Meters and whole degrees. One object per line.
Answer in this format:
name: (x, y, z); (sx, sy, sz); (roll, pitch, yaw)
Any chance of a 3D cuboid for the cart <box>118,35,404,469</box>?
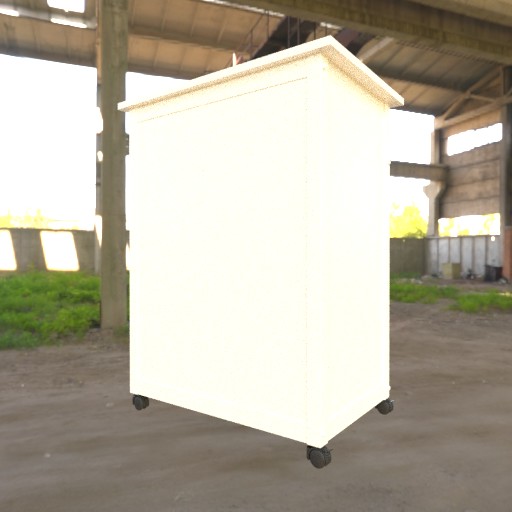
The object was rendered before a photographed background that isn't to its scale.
cart: (0.000, 0.000, 1.244); (0.683, 0.864, 0.442); (0, 1, 36)
